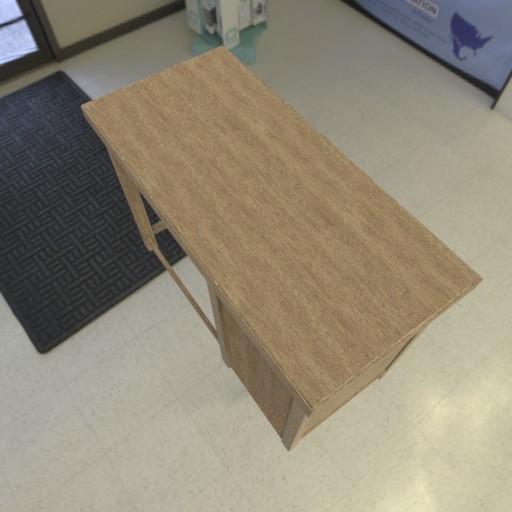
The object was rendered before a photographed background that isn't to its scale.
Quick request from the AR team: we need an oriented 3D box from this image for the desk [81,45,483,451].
[{"bbox_3d":[0.000,0.000,1.774,0.610,0.912,1.289,-31,64,-18],"label":"desk"}]
